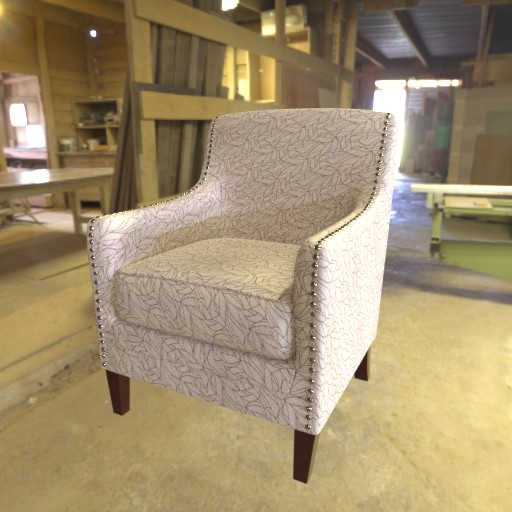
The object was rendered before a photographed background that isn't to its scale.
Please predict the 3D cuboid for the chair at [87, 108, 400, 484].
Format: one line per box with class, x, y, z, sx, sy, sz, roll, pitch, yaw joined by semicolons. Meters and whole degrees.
chair;0.000;0.000;1.251;0.623;0.816;0.651;8;17;26
